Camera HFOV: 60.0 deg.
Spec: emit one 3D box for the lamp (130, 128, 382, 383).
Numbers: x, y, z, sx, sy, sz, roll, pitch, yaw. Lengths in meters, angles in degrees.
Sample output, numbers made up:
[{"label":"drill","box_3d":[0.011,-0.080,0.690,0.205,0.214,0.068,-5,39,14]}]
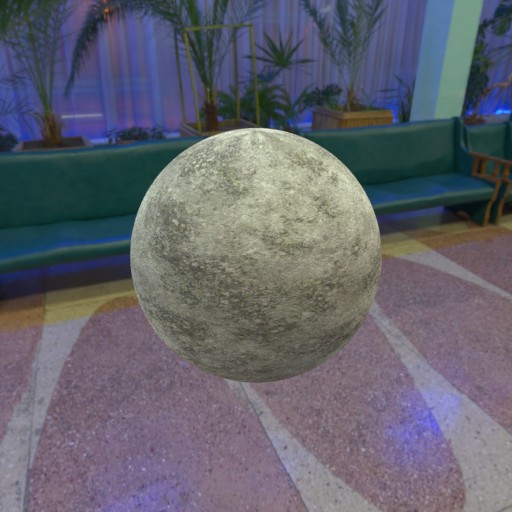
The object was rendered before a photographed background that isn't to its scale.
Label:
[{"label":"lamp","box_3d":[0.000,0.000,0.773,0.422,0.429,0.422,0,26,0]}]
